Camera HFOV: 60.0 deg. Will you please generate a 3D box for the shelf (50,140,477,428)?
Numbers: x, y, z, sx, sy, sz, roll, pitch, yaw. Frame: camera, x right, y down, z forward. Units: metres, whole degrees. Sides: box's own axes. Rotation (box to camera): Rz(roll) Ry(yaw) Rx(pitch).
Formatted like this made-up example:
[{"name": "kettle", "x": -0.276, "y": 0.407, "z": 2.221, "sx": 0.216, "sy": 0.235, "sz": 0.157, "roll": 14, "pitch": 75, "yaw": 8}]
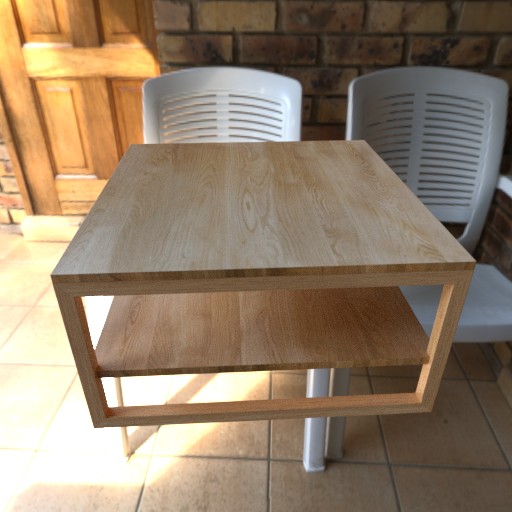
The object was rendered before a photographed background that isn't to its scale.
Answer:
[{"name": "shelf", "x": 0.000, "y": 0.000, "z": 1.437, "sx": 0.899, "sy": 0.480, "sz": 0.899, "roll": -2, "pitch": 31, "yaw": -3}]
